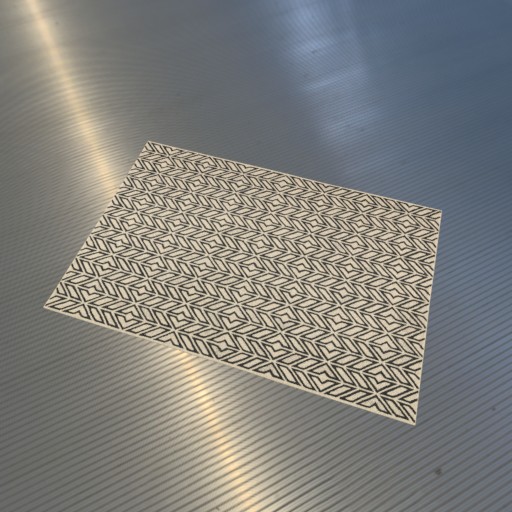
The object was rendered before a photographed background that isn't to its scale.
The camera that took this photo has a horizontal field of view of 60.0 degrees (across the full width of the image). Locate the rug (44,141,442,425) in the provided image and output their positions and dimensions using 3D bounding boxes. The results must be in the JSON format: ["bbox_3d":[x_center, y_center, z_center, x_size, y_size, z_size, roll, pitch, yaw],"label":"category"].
[{"bbox_3d":[0.000,0.000,2.359,1.828,0.007,1.220,15,59,9],"label":"rug"}]
